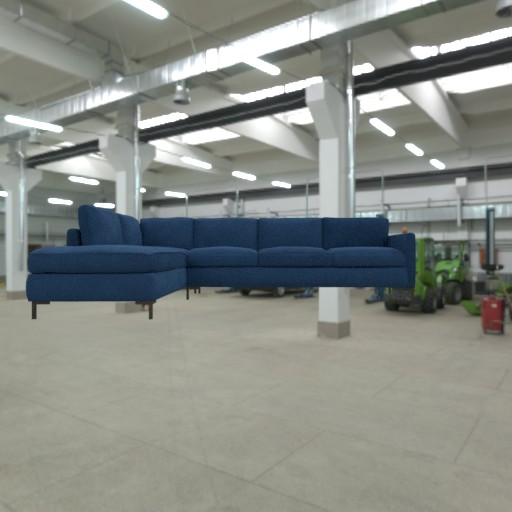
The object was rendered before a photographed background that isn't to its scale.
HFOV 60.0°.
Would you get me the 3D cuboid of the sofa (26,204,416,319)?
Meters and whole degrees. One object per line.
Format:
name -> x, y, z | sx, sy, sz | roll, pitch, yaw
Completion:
sofa -> 0.000, 0.000, 3.804 | 2.949, 0.815, 2.007 | 0, 0, 0
